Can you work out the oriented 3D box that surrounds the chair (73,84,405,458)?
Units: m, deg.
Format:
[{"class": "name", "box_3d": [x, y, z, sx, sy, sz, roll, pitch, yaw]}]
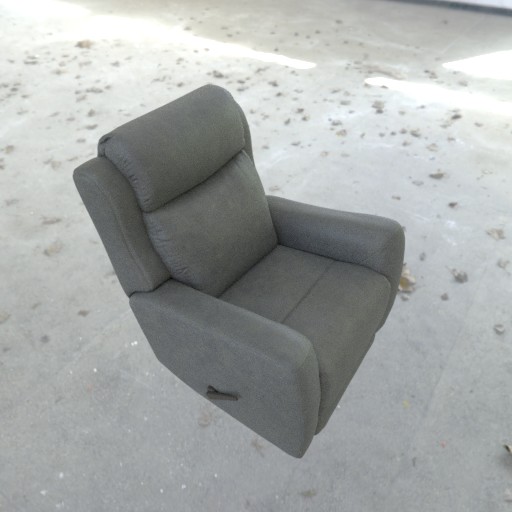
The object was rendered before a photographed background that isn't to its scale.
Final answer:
[{"class": "chair", "box_3d": [0.000, 0.000, 1.904, 1.068, 1.116, 0.967, 25, 47, 26]}]
